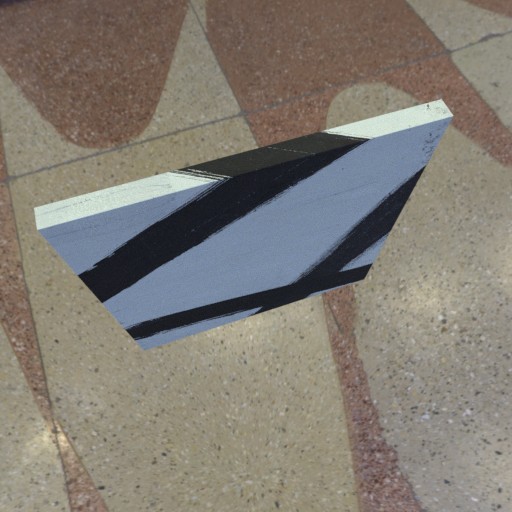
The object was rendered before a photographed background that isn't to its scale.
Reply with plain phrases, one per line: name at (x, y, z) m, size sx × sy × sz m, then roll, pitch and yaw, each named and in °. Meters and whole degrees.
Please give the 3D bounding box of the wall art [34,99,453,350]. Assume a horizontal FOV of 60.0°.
wall art at (0.000, 0.000, 1.124) m, size 0.765 × 0.765 × 0.046 m, roll -17°, pitch 65°, yaw -8°
